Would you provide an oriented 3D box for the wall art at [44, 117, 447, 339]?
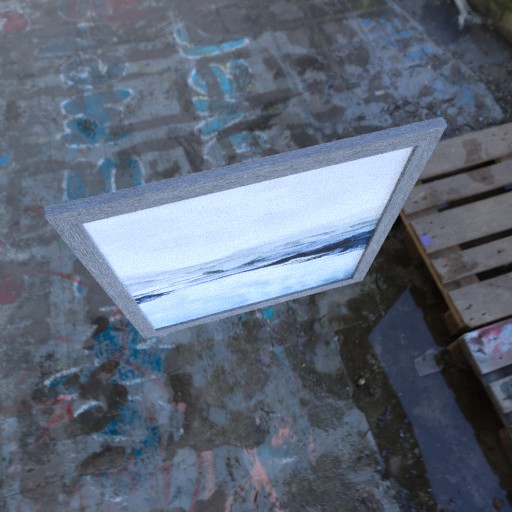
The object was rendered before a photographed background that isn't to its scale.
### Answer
[{"bbox_3d":[0.000,0.000,1.038,0.685,0.685,0.020,-14,65,-7],"label":"wall art"}]
